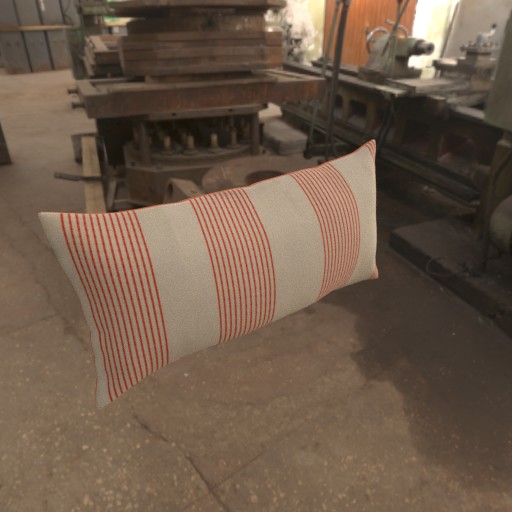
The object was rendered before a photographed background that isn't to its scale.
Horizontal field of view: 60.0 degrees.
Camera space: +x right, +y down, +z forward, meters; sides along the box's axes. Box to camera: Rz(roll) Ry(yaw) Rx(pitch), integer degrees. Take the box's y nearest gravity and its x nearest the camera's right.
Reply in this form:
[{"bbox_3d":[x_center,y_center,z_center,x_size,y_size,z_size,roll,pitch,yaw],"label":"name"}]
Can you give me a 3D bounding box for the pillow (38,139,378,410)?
[{"bbox_3d":[0.000,0.000,0.741,0.608,0.292,0.156,-20,35,-31],"label":"pillow"}]
